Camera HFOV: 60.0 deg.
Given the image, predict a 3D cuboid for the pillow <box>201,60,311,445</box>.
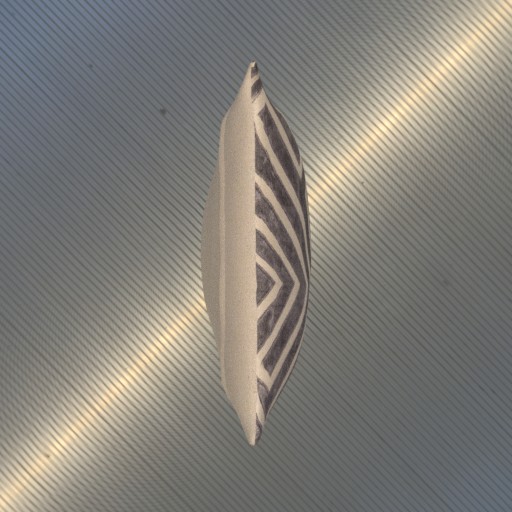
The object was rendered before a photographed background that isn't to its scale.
[{"bbox_3d":[0.000,0.000,0.705,0.182,0.441,0.440,0,90,0],"label":"pillow"}]
